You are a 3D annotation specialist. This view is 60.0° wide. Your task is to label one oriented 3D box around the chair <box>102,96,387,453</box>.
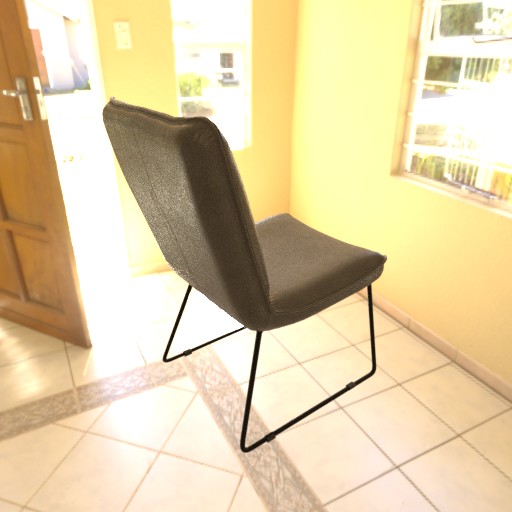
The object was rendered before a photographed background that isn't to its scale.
[{"bbox_3d":[0.000,0.000,1.360,0.688,0.932,0.515,-18,31,-33],"label":"chair"}]
